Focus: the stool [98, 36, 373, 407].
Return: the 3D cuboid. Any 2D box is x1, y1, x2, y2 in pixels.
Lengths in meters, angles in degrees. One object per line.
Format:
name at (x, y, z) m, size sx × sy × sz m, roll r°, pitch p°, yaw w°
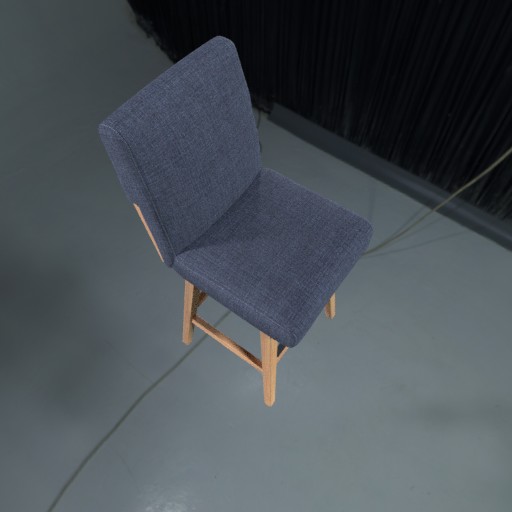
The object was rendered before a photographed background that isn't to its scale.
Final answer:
stool at (0.000, 0.000, 1.412) m, size 0.570 × 1.112 × 0.483 m, roll 32°, pitch 63°, yaw 18°
